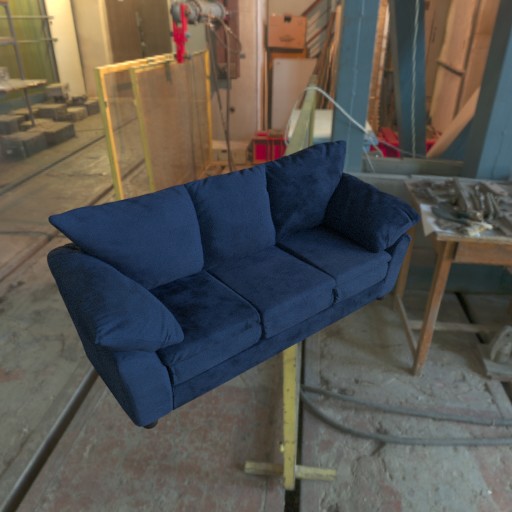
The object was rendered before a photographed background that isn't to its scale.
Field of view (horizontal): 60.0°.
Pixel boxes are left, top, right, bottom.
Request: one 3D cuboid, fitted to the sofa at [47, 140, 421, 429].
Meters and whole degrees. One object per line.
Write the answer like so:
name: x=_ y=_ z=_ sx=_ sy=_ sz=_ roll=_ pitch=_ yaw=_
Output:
sofa: x=0.000 y=0.000 z=2.857 sx=2.390 sy=1.091 sz=0.907 roll=-21 pitch=34 yaw=-33
